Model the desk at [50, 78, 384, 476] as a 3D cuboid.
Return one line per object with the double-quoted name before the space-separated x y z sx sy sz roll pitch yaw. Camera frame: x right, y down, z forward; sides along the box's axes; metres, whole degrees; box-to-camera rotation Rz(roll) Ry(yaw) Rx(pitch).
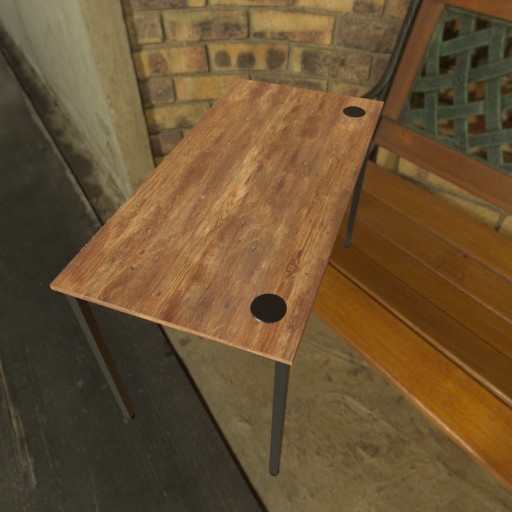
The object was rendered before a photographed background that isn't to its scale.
"desk" 0.000 0.000 1.634 0.600 0.749 1.200 15 47 14
